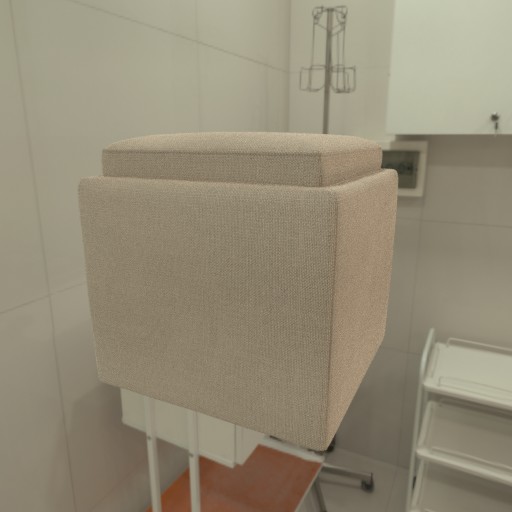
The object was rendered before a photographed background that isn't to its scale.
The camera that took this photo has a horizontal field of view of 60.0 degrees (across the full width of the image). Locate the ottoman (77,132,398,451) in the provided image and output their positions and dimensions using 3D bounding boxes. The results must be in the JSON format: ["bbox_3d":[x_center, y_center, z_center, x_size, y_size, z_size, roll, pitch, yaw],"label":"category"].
[{"bbox_3d":[0.000,0.000,0.853,0.450,0.460,0.451,7,17,26],"label":"ottoman"}]
